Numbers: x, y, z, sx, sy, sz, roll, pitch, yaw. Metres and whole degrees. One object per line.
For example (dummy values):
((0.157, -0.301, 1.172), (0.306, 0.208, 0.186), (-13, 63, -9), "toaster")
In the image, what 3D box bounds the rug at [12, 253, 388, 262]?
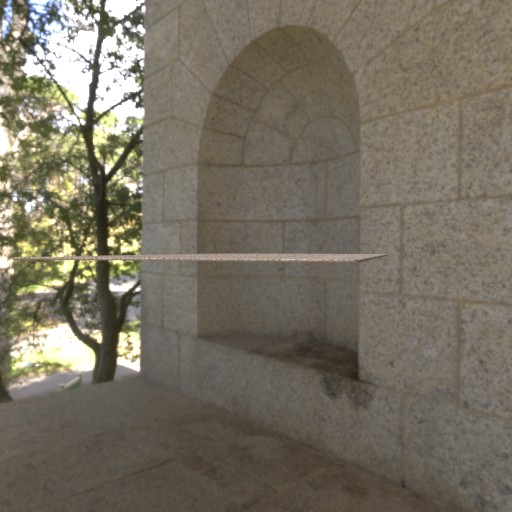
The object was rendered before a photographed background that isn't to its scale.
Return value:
((0.000, 0.000, 2.183), (1.175, 0.008, 1.783), (0, 1, 19), "rug")
